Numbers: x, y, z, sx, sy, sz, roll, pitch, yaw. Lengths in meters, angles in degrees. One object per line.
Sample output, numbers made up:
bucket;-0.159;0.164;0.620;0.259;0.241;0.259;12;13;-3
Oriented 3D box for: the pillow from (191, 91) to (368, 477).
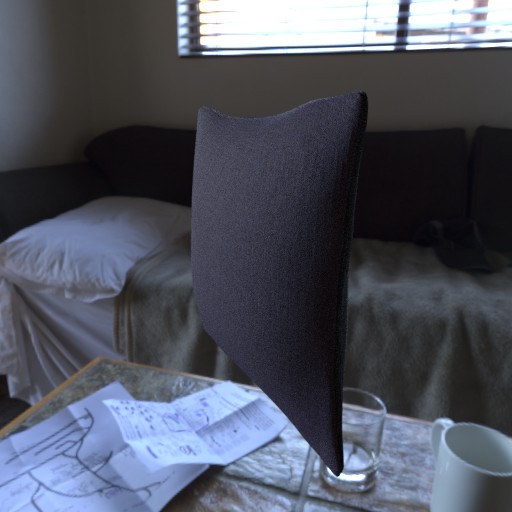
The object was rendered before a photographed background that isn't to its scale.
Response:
pillow;0.000;0.000;0.632;0.136;0.419;0.437;-8;18;-26
